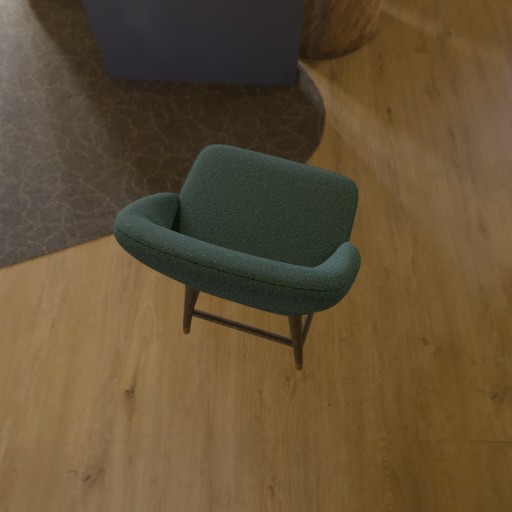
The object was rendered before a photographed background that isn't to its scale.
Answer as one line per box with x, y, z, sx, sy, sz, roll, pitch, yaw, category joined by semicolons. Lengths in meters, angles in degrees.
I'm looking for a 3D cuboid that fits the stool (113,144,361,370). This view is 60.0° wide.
0.000;0.000;1.278;0.536;0.939;0.522;16;67;7;stool
